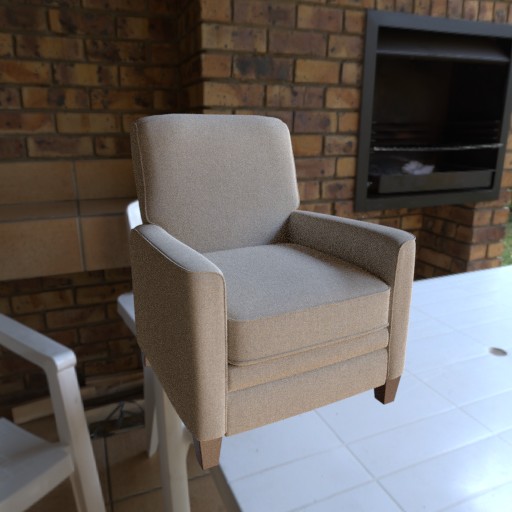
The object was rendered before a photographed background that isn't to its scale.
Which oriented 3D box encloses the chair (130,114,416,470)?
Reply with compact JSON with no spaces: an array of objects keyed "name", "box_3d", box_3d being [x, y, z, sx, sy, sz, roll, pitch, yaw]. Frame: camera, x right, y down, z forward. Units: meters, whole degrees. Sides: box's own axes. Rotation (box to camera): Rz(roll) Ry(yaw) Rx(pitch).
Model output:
[{"name":"chair","box_3d":[0.000,0.000,1.648,0.845,1.023,0.859,-8,18,-27]}]
